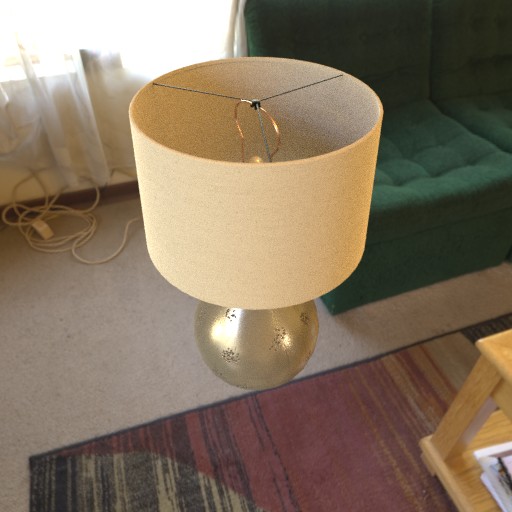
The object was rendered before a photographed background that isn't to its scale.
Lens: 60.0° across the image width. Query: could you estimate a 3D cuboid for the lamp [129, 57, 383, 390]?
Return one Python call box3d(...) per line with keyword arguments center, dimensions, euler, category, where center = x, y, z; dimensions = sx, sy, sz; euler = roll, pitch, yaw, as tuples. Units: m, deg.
box3d(center=(0.000, 0.000, 0.721), dimensions=(0.330, 0.521, 0.330), euler=(0, 43, 0), category="lamp")
